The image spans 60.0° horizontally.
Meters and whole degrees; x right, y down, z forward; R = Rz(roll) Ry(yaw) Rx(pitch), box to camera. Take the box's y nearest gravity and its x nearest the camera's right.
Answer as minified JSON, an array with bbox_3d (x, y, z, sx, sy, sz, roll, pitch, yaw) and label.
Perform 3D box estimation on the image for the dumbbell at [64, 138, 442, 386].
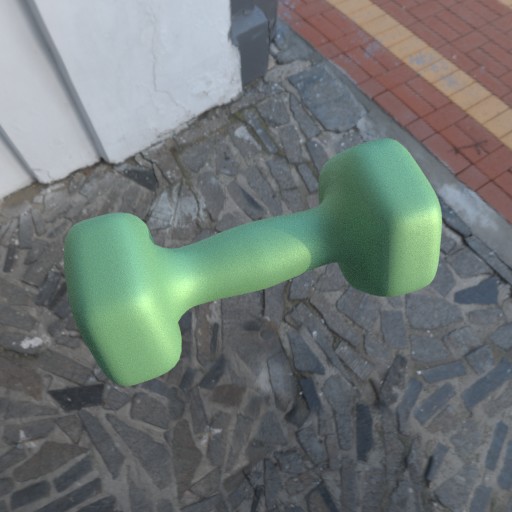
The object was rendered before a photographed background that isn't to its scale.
[{"bbox_3d":[0.000,0.000,0.333,0.260,0.117,0.129,-16,64,-8],"label":"dumbbell"}]
